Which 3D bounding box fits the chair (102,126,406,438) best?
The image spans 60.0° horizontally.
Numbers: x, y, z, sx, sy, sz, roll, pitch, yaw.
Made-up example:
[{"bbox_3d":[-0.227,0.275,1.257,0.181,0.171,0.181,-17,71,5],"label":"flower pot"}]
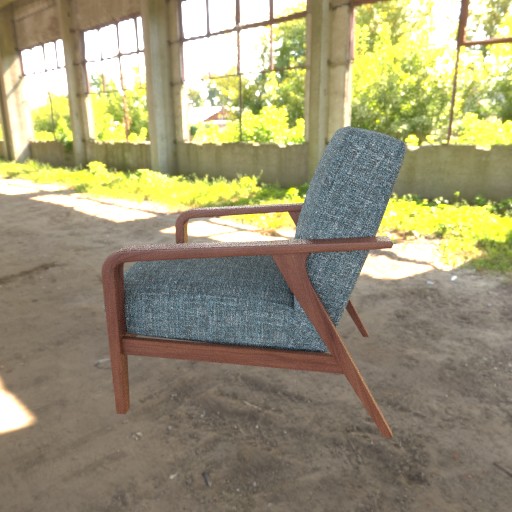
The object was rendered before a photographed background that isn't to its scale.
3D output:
[{"bbox_3d":[0.000,0.000,1.539,0.889,0.864,0.719,2,16,8],"label":"chair"}]
